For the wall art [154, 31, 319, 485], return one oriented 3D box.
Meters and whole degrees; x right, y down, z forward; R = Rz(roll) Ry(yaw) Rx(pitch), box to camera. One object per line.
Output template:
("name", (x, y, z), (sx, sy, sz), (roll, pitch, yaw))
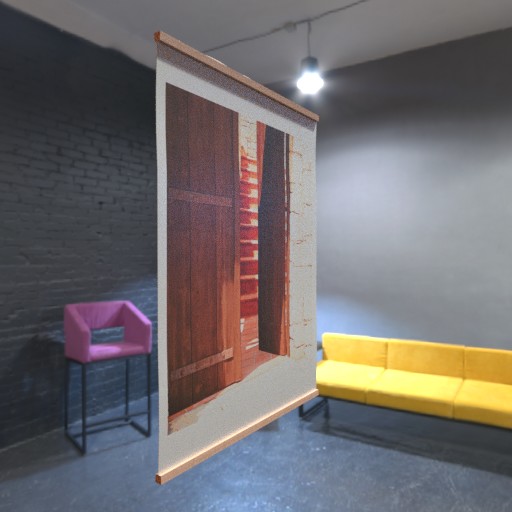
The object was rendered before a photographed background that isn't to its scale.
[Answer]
("wall art", (0.000, 0.000, 1.296), (0.020, 1.013, 0.758), (0, 1, 35))
